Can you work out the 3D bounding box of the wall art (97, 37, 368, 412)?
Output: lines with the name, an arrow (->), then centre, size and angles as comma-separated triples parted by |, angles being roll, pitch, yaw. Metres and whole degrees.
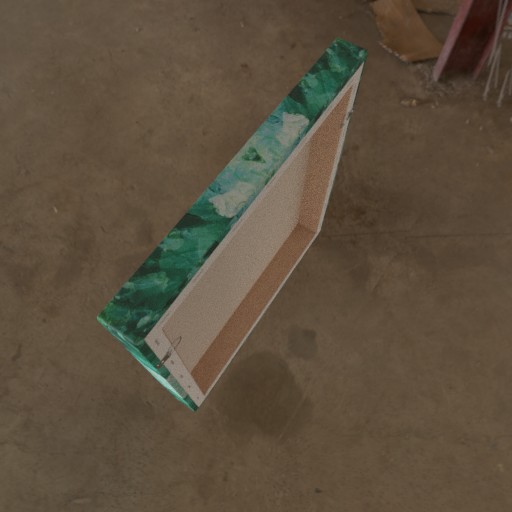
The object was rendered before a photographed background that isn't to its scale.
wall art -> 0.000, 0.000, 0.470 | 0.033, 0.313, 0.313 | 31, 67, 14
